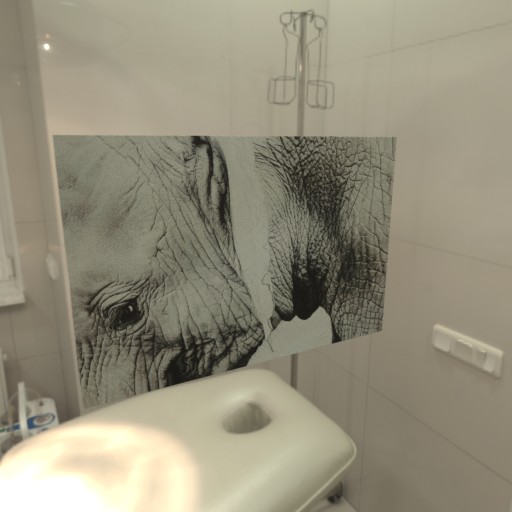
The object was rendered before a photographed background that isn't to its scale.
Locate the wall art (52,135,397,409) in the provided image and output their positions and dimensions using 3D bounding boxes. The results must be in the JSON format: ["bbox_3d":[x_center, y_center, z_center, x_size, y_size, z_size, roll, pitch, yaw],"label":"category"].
[{"bbox_3d":[0.000,0.000,1.452,1.141,0.758,0.035,-8,16,-27],"label":"wall art"}]
